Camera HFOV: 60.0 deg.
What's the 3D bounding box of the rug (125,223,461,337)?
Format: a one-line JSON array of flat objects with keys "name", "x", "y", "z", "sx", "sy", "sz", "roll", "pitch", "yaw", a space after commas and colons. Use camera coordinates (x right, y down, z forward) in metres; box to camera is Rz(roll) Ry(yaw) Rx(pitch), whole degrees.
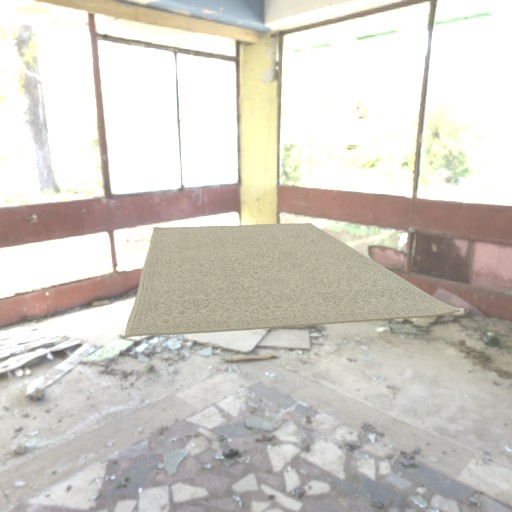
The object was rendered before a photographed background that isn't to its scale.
[{"name": "rug", "x": 0.000, "y": 0.000, "z": 2.471, "sx": 1.214, "sy": 0.023, "sz": 1.947, "roll": -2, "pitch": 15, "yaw": -10}]
